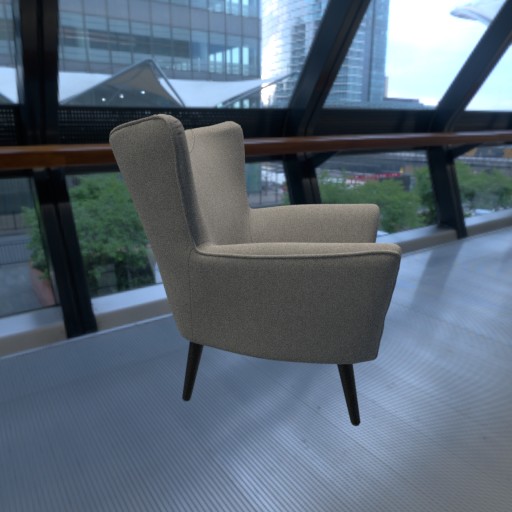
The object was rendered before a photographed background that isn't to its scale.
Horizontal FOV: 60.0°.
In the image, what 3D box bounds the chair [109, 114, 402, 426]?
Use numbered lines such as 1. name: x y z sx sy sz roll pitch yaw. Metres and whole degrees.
1. chair: 0.000 0.000 1.568 0.888 0.933 0.781 3 16 10
